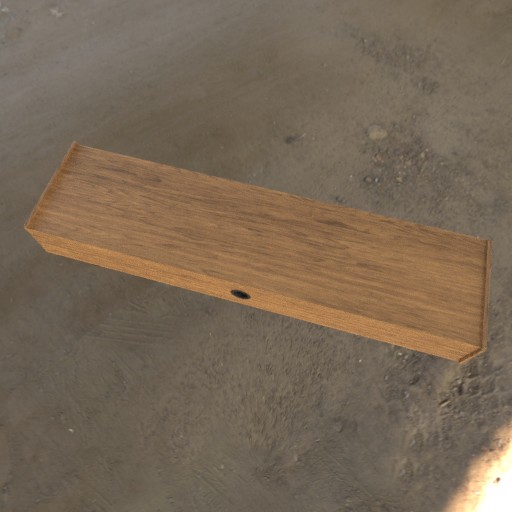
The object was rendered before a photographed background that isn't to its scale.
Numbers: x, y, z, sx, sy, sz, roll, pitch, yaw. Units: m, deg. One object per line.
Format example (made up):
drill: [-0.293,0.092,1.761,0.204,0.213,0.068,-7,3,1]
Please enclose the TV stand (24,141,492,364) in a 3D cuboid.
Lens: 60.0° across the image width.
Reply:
TV stand: [0.000,0.000,1.933,1.796,0.415,0.467,14,65,7]
